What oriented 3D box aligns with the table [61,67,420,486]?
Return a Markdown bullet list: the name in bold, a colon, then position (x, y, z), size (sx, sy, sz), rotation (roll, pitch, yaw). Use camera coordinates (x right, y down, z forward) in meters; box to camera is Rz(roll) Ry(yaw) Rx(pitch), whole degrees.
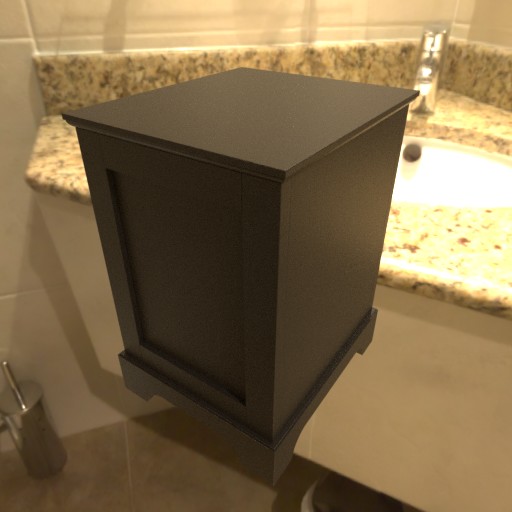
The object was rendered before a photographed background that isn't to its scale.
- **table**: position (0.000, 0.000, 0.897), size (0.399, 0.610, 0.460), rotation (21, 38, 29)
